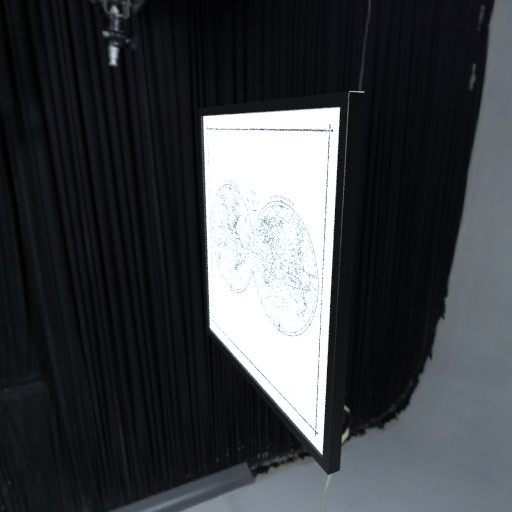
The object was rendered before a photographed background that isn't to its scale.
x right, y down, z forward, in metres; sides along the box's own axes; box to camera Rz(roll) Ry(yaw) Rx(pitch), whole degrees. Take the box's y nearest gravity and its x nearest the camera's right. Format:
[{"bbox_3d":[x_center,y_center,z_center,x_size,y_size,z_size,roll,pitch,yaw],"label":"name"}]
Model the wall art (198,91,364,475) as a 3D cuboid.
[{"bbox_3d":[0.000,0.000,1.184,0.031,0.775,0.773,-8,18,-25],"label":"wall art"}]
